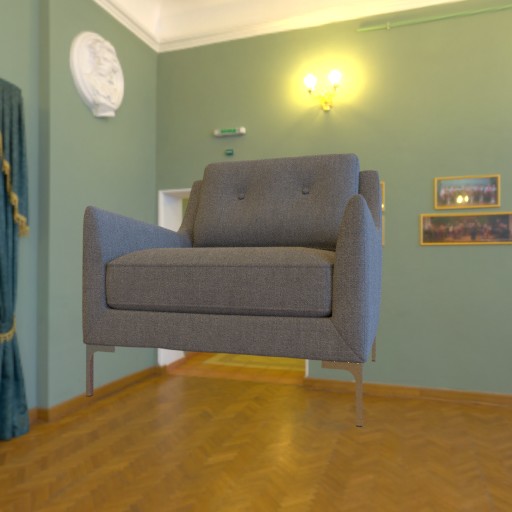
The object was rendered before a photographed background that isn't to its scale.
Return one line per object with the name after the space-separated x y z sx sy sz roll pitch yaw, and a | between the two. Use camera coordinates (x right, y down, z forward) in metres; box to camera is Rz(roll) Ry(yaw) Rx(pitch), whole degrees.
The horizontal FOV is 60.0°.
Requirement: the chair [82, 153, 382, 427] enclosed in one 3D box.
0.000 0.000 1.571 0.847 0.828 0.849 0 0 18 | chair
